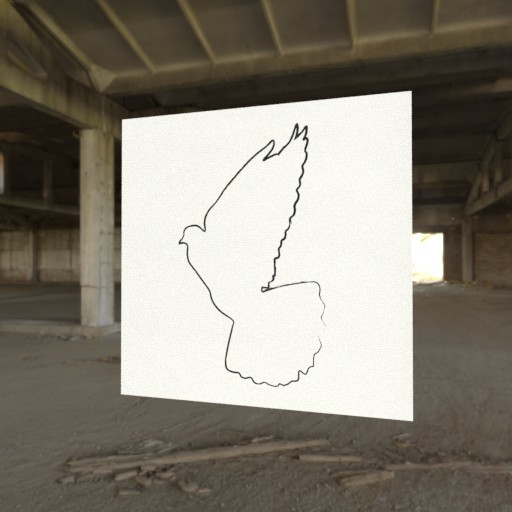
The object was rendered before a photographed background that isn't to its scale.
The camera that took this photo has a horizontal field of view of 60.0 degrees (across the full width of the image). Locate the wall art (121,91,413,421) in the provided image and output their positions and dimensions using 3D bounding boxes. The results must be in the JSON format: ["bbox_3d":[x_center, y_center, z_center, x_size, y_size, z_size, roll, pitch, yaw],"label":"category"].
[{"bbox_3d":[0.000,0.000,0.919,0.610,0.610,0.038,0,-1,16],"label":"wall art"}]
